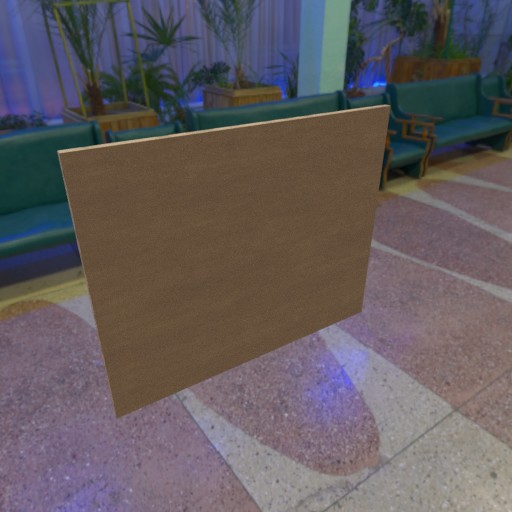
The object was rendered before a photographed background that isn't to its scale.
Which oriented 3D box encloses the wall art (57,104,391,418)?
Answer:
[{"bbox_3d":[0.000,0.000,0.698,0.508,0.408,0.012,-17,33,-28],"label":"wall art"}]
